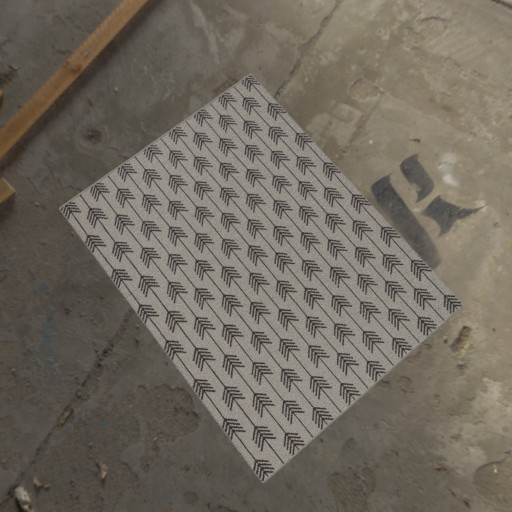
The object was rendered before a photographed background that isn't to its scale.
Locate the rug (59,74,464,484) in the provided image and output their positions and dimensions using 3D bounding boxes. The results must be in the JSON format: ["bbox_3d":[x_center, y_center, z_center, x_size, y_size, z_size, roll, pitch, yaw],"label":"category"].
[{"bbox_3d":[0.000,0.000,4.074,2.330,0.010,3.061,-38,79,-9],"label":"rug"}]
